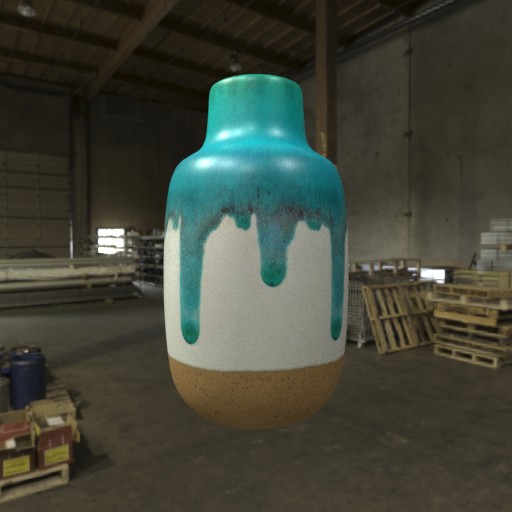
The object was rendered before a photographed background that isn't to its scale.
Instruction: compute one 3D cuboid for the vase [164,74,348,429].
[{"bbox_3d":[0.000,0.000,0.259,0.106,0.192,0.106,0,2,0],"label":"vase"}]
